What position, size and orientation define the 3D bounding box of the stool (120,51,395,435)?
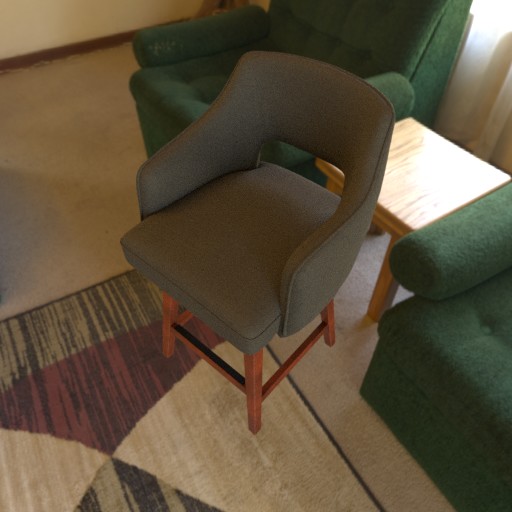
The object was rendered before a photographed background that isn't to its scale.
[{"bbox_3d":[0.000,0.000,1.248,0.548,0.912,0.558,33,55,26],"label":"stool"}]
